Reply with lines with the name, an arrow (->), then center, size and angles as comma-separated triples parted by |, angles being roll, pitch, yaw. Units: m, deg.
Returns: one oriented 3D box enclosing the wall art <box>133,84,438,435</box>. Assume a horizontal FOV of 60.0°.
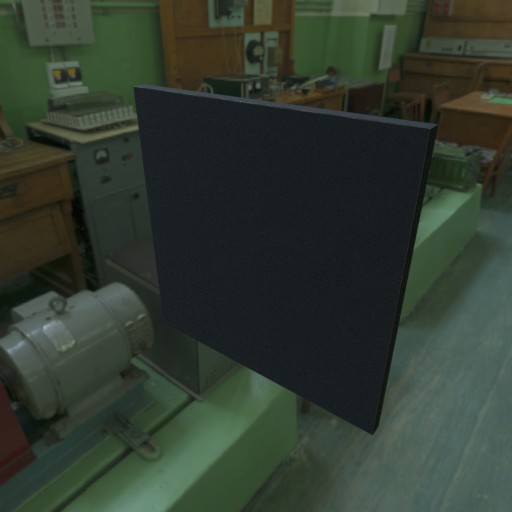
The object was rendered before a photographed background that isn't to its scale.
wall art -> 0.000, 0.000, 1.140 | 0.762, 0.762, 0.038 | 20, 35, 32
